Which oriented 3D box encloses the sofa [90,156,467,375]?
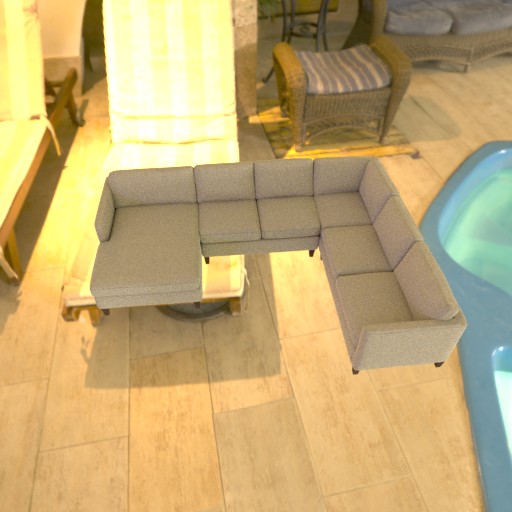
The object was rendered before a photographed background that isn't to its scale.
[{"bbox_3d":[0.000,0.000,4.761,3.460,0.959,2.593,-4,45,-4],"label":"sofa"}]
